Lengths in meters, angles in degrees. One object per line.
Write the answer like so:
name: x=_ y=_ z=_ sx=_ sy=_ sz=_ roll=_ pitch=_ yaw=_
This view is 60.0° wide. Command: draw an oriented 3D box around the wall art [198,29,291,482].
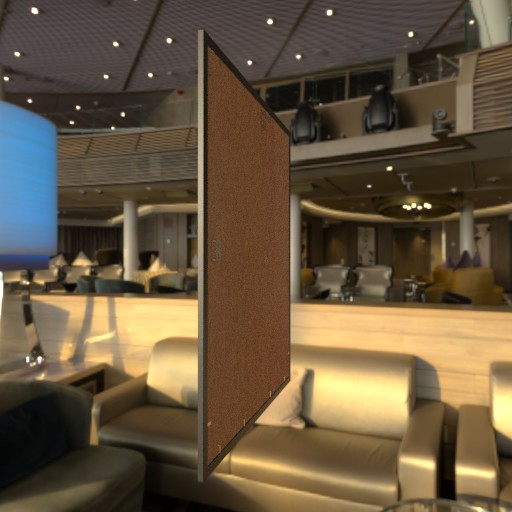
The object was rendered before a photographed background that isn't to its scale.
wall art: x=0.000 y=0.000 z=0.913 sx=0.018 sy=0.660 sz=0.559 roll=0 pitch=0 yaw=18
